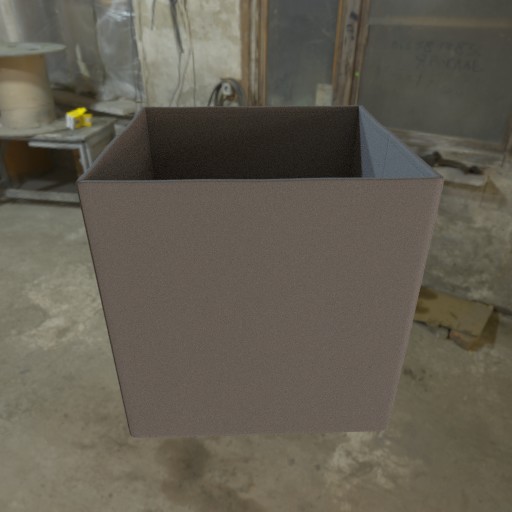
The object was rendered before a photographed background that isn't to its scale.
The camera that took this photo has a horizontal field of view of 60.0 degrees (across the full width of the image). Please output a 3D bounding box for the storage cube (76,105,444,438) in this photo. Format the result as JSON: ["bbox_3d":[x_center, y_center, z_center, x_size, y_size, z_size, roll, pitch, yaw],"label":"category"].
[{"bbox_3d":[0.000,0.000,0.501,0.270,0.280,0.270,-1,30,-2],"label":"storage cube"}]
